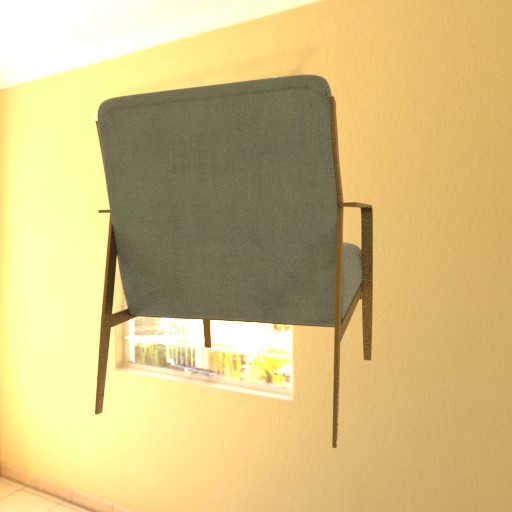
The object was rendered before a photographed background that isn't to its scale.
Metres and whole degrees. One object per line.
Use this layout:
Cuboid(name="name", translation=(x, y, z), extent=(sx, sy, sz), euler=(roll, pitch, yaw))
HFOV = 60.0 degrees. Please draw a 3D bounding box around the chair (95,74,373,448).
Cuboid(name="chair", translation=(0.000, 0.000, 1.443), extent=(0.701, 0.824, 0.842), euler=(0, 1, 18))
